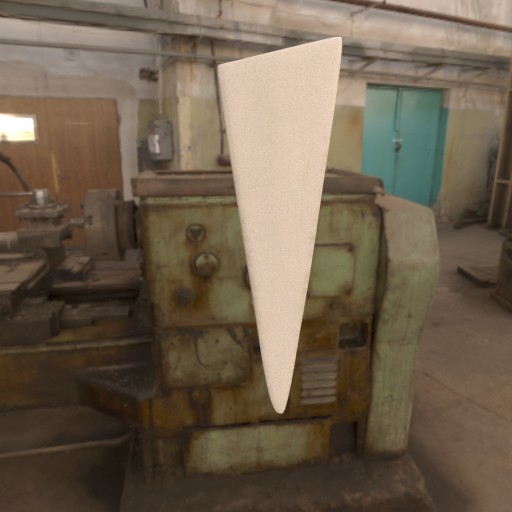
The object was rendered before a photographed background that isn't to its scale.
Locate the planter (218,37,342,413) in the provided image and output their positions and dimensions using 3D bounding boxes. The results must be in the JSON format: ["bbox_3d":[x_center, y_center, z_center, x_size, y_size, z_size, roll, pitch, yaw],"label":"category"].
[{"bbox_3d":[0.000,0.000,0.394,0.065,0.338,0.143,-8,17,-26],"label":"planter"}]
